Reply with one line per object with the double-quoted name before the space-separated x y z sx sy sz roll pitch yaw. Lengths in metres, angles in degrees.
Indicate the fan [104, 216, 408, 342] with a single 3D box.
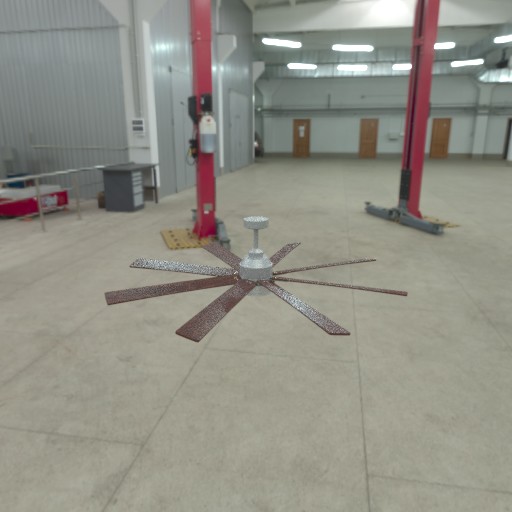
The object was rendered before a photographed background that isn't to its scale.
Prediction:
"fan" 0.000 0.000 2.779 1.830 0.472 1.830 -7 17 -24
